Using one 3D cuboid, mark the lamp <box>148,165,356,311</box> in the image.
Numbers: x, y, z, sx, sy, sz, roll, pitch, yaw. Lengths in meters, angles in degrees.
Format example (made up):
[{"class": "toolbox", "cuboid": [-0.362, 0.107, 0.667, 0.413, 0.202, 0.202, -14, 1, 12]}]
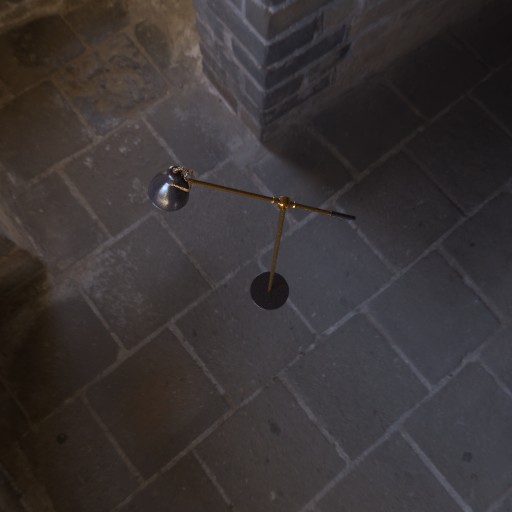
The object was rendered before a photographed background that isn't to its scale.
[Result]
[{"class": "lamp", "cuboid": [0.000, 0.000, 1.906, 0.618, 1.628, 0.235, 4, 75, 1]}]
